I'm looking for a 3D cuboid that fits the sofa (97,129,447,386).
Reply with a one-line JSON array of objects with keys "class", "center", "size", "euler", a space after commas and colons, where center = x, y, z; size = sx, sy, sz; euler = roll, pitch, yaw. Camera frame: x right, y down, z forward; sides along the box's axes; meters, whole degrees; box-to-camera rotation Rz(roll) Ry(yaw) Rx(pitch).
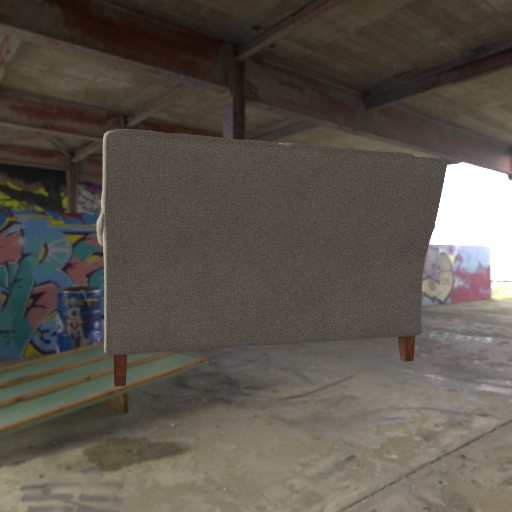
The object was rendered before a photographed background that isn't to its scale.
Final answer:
[{"class": "sofa", "center": [0.000, 0.000, 2.209], "size": [1.480, 0.999, 1.087], "euler": [0, 0, -18]}]
